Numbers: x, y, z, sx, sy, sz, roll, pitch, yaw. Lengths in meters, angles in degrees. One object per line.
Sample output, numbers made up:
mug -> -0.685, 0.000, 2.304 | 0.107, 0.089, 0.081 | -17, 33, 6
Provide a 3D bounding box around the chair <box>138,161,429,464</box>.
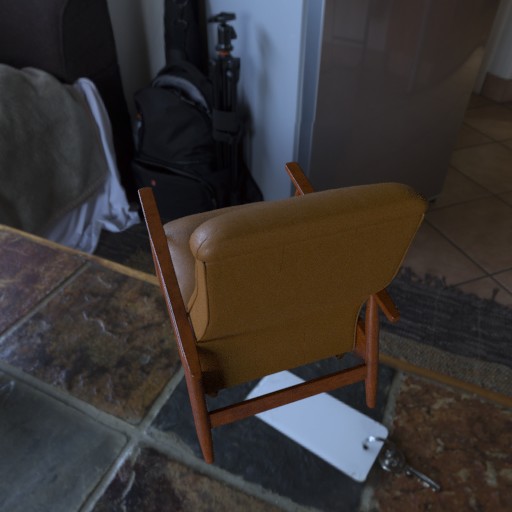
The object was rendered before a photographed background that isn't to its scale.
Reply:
chair -> 0.000, 0.000, 1.761 | 0.762, 1.082, 1.014 | -13, 43, -14
